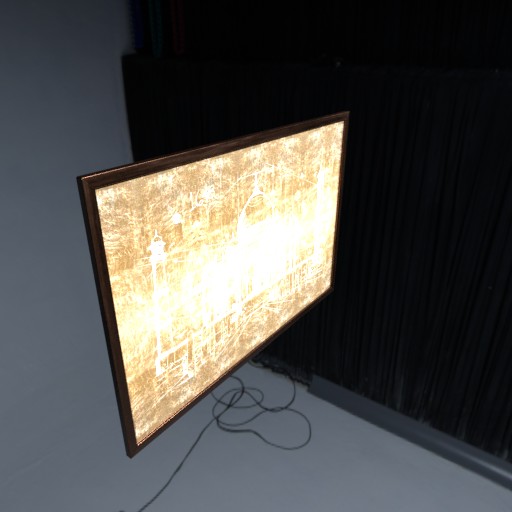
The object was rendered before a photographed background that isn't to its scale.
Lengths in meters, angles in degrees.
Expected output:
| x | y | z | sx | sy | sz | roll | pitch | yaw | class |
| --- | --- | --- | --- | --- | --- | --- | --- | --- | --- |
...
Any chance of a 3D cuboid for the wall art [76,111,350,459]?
| x | y | z | sx | sy | sz | roll | pitch | yaw | class |
| --- | --- | --- | --- | --- | --- | --- | --- | --- | --- |
| 0.000 | 0.000 | 1.034 | 0.014 | 0.559 | 0.816 | 19 | 31 | 33 | wall art |
